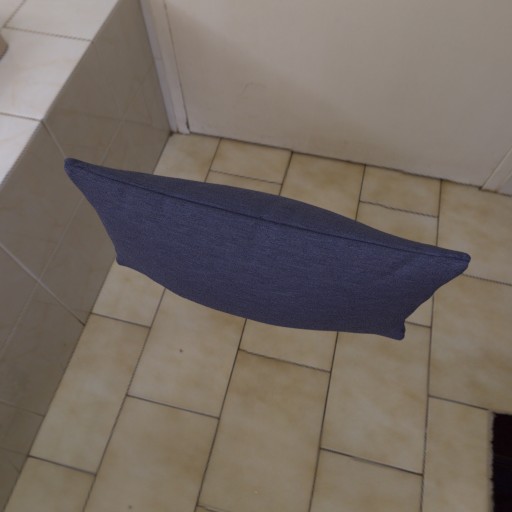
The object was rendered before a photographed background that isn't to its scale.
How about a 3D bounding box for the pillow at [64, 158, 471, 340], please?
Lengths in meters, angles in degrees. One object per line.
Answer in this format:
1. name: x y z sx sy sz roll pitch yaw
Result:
1. pillow: 0.000 0.000 0.805 0.633 0.338 0.210 14 63 8
